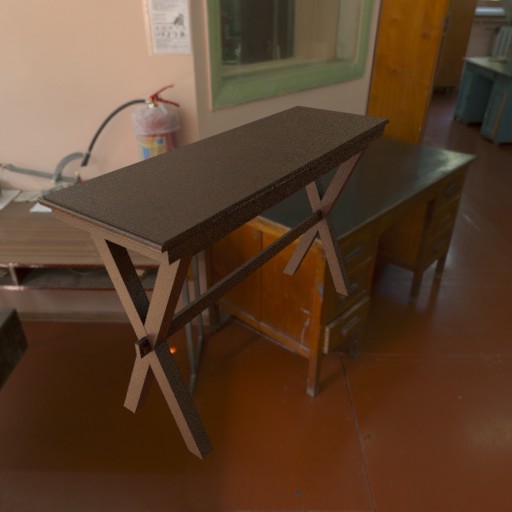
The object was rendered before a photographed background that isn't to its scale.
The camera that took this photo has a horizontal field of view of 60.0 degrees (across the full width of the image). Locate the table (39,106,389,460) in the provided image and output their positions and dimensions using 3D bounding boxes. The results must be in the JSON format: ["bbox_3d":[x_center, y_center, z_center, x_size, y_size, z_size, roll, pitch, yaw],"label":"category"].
[{"bbox_3d":[0.000,0.000,1.546,0.399,0.763,1.197,20,36,29],"label":"table"}]
